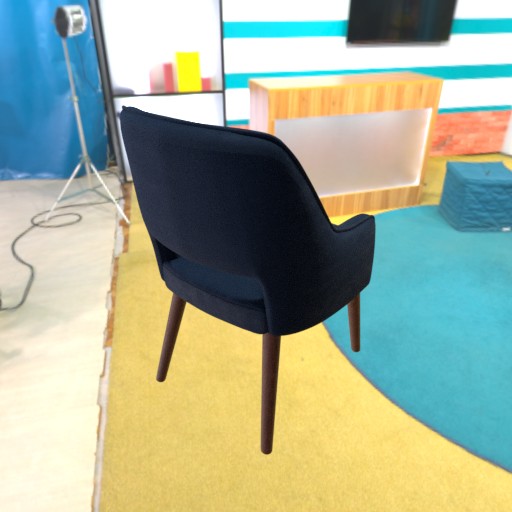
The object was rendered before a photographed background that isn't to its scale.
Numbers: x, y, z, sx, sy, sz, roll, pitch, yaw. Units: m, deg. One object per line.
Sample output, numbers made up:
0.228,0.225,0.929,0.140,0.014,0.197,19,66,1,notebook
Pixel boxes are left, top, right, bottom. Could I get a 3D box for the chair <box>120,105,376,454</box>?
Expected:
0.000,0.000,1.227,0.559,0.844,0.591,21,36,32,chair
